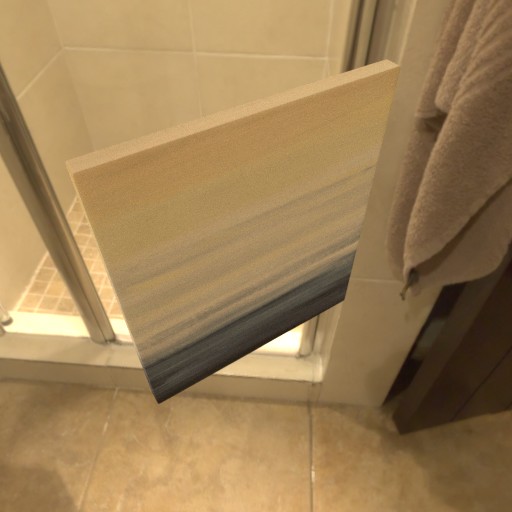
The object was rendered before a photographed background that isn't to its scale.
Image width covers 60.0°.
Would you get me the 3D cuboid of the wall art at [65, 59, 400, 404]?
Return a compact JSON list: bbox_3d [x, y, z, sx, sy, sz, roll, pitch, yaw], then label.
[{"bbox_3d":[0.000,0.000,0.973,0.608,0.710,0.041,-25,52,-21],"label":"wall art"}]
